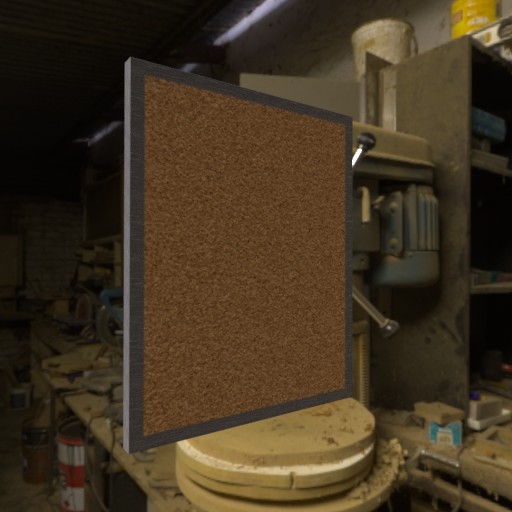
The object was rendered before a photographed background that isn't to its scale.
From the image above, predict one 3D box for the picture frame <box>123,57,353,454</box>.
[{"bbox_3d":[0.000,0.000,0.765,0.454,0.559,0.029,0,-1,-35],"label":"picture frame"}]
